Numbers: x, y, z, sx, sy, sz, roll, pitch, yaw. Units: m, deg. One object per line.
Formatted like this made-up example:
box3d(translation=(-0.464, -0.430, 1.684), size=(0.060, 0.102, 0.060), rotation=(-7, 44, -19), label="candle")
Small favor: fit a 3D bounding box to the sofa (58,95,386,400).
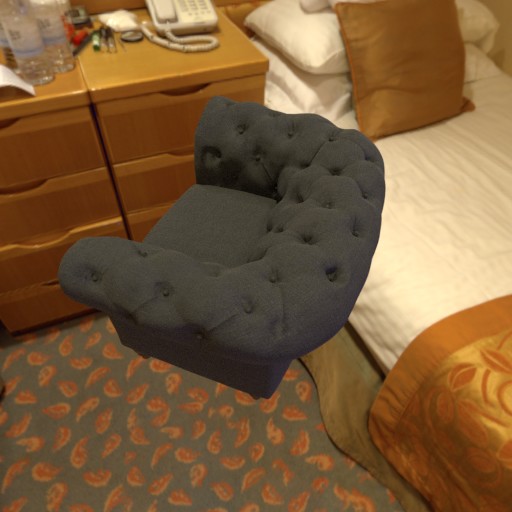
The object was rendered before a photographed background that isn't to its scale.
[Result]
box3d(translation=(0.000, 0.000, 2.068), size=(1.032, 0.878, 1.405), rotation=(15, 48, 14), label="sofa")
